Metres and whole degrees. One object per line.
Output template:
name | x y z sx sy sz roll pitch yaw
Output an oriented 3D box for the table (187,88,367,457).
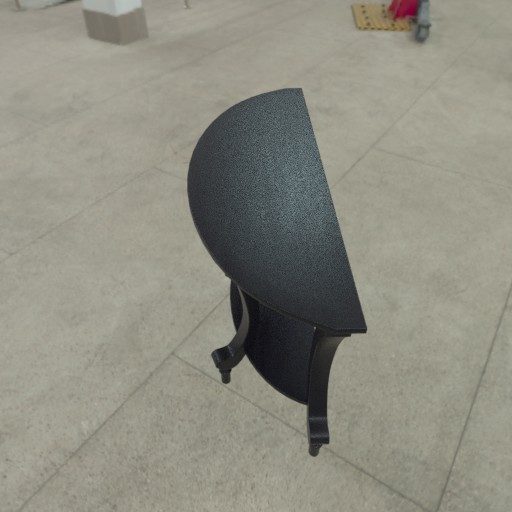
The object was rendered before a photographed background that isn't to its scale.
table | 0.000 0.000 1.524 0.394 0.692 1.198 -1 42 -1
